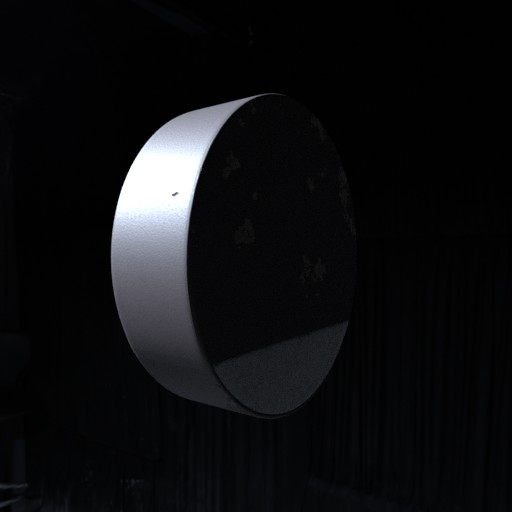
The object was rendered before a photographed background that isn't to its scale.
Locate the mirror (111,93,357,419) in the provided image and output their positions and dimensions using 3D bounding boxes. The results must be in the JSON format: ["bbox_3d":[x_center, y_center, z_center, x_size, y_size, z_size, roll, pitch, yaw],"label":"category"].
[{"bbox_3d":[0.000,0.000,0.582,0.126,0.386,0.386,1,1,35],"label":"mirror"}]
